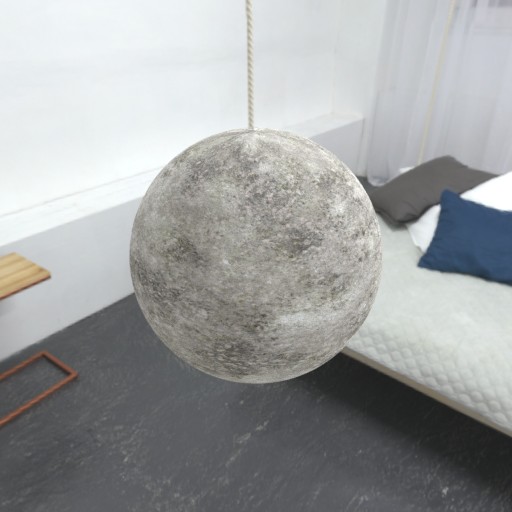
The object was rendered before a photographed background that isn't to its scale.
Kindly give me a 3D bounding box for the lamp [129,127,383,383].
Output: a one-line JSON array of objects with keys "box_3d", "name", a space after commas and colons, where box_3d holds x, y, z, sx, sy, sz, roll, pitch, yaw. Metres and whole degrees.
[{"box_3d": [0.000, 0.000, 0.768, 0.422, 0.429, 0.422, 0, 31, 0], "name": "lamp"}]
